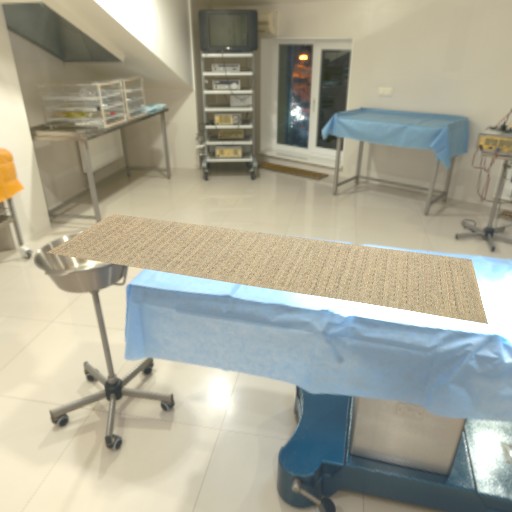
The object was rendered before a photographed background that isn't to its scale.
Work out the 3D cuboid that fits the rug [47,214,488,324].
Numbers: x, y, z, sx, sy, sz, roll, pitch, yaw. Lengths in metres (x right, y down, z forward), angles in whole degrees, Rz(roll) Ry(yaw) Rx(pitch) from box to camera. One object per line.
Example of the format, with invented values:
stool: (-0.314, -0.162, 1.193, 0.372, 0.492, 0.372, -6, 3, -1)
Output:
rug: (0.000, 0.000, 2.639, 2.437, 0.005, 0.688, 8, 27, 16)
